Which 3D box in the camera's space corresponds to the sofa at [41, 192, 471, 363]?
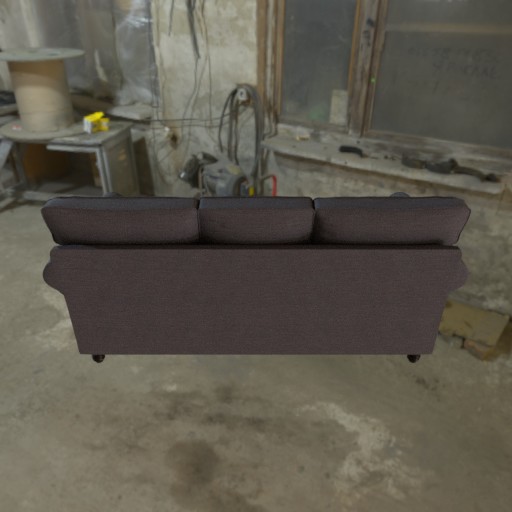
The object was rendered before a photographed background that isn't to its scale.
[{"bbox_3d":[0.000,0.000,2.593,2.084,0.966,0.909,0,30,0],"label":"sofa"}]
